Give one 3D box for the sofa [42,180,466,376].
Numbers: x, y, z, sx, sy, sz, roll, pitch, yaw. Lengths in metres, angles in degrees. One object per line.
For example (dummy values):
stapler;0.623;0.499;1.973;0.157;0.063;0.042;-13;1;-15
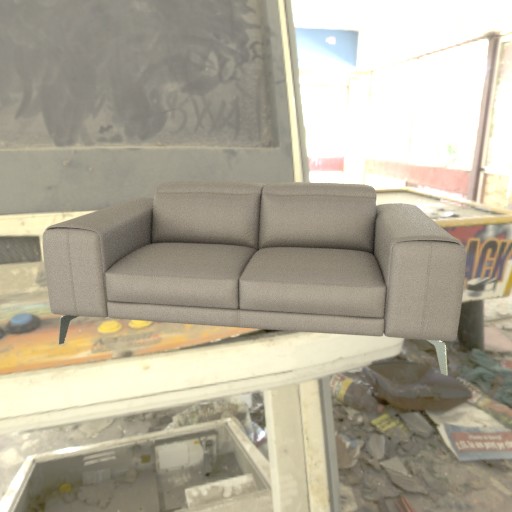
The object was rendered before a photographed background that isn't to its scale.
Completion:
sofa;0.000;0.000;2.474;1.930;0.753;1.024;2;15;9
